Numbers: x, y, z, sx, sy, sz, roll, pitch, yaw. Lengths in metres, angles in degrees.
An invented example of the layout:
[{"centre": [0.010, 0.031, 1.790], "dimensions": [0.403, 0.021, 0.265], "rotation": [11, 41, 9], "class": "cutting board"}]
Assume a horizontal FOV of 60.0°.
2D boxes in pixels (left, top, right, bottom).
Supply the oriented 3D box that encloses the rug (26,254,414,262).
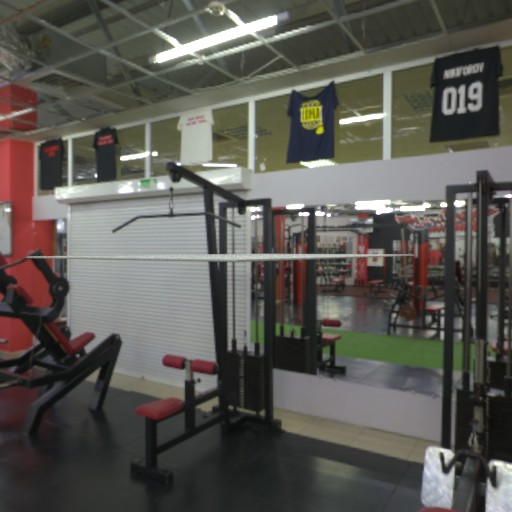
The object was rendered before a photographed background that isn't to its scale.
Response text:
[{"centre": [0.000, 0.000, 3.102], "dimensions": [1.515, 0.010, 2.430], "rotation": [0, 1, 35], "class": "rug"}]
